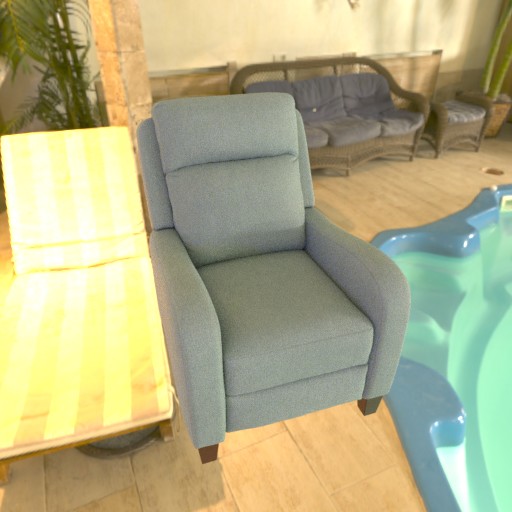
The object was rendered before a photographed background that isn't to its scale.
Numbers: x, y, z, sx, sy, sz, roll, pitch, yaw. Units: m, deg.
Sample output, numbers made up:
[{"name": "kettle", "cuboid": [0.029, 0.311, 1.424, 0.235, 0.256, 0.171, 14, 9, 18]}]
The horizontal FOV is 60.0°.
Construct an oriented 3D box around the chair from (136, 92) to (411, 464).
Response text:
[{"name": "chair", "cuboid": [0.000, 0.000, 1.737, 0.785, 1.067, 0.988, -10, 33, -16]}]
